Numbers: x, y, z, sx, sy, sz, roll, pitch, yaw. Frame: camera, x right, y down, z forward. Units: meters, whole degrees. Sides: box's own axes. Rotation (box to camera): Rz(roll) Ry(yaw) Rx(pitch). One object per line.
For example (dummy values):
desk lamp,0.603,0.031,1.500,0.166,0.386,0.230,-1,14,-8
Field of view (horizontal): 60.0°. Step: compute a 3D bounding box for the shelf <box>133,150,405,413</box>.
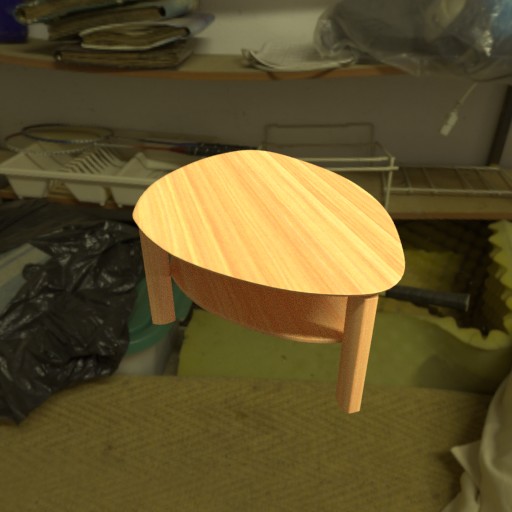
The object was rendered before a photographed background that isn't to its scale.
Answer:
shelf,0.000,0.000,1.670,0.845,0.440,1.246,-8,31,-14
